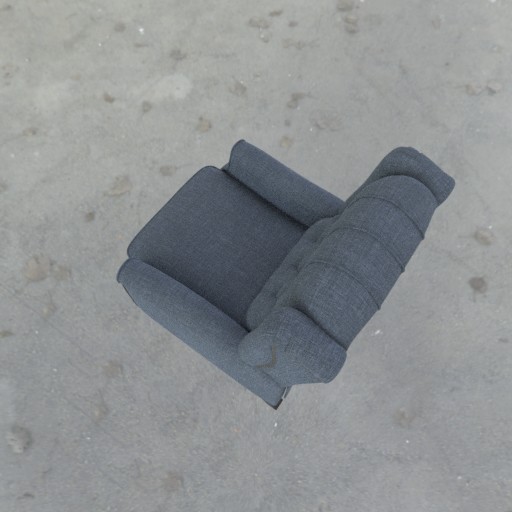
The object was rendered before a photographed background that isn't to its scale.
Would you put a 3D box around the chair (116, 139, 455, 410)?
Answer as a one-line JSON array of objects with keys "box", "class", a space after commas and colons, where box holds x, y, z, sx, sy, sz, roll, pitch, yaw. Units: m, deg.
[{"box": [0.000, 0.000, 1.603, 0.898, 1.035, 0.742, 33, 68, 15], "class": "chair"}]
